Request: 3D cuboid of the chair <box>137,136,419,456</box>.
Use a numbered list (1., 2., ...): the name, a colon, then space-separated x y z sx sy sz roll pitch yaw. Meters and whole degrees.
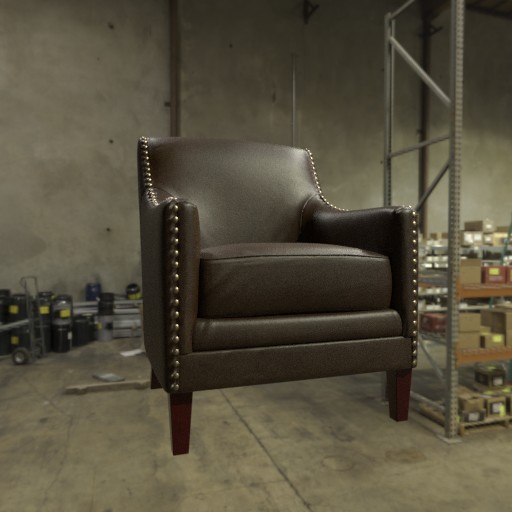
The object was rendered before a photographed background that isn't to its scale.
1. chair: 0.000 0.000 1.308 0.639 0.813 0.704 0 1 -19
